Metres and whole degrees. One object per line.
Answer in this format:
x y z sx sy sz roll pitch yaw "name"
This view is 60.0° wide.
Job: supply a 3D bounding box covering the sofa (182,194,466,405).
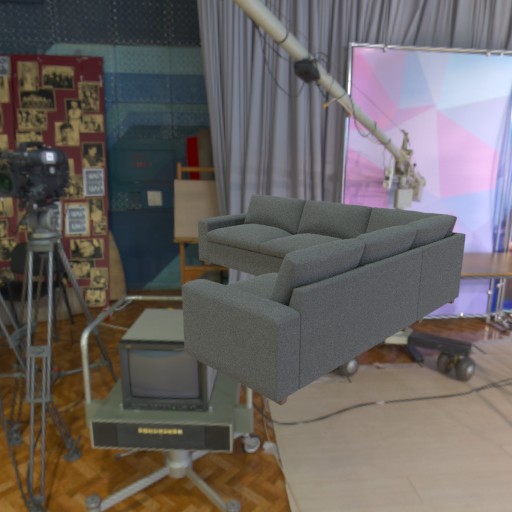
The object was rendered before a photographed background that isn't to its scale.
0.000 0.000 4.807 2.895 0.965 3.277 -13 19 -43 "sofa"
